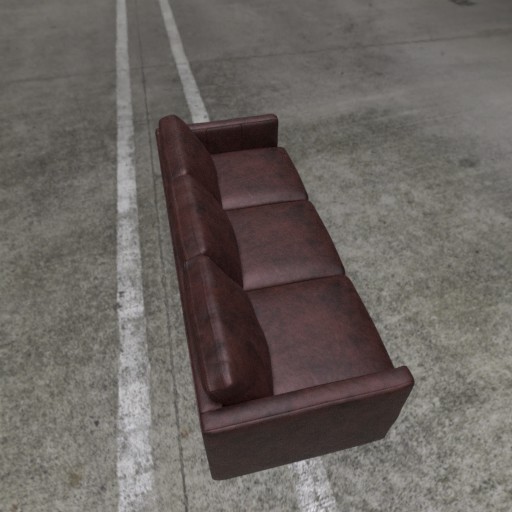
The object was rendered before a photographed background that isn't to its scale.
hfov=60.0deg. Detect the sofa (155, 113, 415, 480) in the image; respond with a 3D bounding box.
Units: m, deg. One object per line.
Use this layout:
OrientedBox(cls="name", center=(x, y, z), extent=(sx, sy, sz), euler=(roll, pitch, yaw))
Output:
OrientedBox(cls="sofa", center=(0.000, 0.000, 2.948), extent=(1.045, 1.006, 2.464), euler=(-10, 48, -9))
